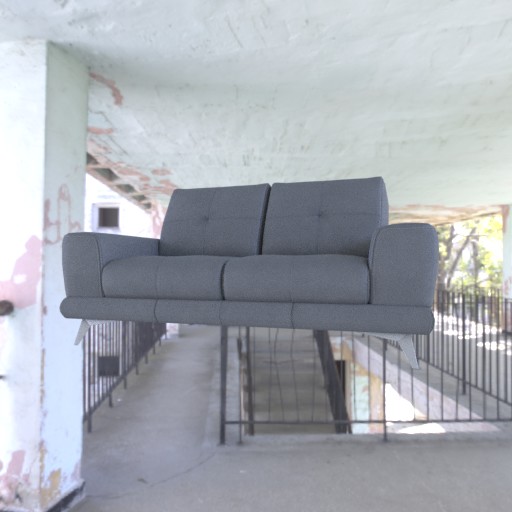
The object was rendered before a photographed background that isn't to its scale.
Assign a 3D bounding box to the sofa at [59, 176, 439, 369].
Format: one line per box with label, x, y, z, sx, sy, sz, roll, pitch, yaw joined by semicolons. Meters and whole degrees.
sofa;0.000;0.000;2.423;1.806;0.907;1.018;0;-1;18
